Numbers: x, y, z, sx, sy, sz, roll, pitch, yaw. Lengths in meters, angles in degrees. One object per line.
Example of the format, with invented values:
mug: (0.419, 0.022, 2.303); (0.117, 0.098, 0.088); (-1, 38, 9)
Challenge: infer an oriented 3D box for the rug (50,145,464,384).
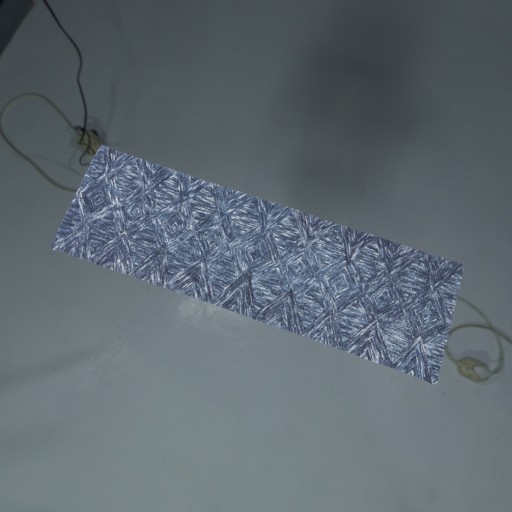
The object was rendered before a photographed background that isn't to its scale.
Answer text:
rug: (0.000, 0.000, 2.566); (2.306, 0.013, 0.719); (19, 75, 5)
